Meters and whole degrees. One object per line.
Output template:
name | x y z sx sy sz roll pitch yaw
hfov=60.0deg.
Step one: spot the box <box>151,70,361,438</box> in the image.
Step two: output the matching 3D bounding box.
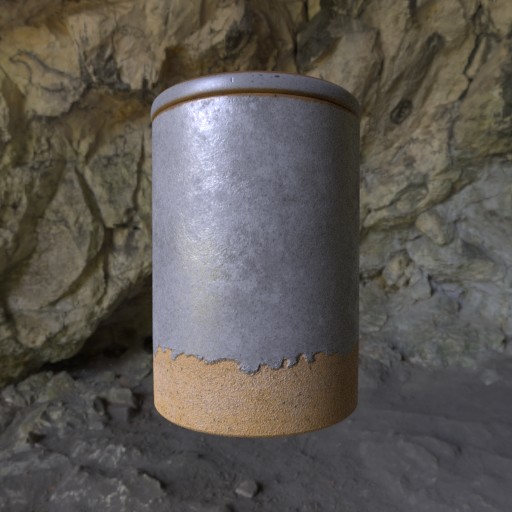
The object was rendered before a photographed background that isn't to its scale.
box | 0.000 0.000 0.255 0.118 0.168 0.118 0 0 0
